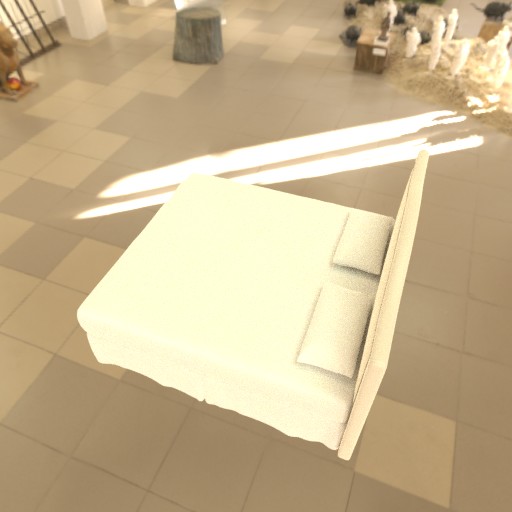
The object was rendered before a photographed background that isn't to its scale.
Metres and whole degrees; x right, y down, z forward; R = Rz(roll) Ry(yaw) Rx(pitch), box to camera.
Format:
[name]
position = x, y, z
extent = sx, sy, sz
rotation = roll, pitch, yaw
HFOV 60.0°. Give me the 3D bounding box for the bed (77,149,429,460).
[bed]
position = 0.000, 0.000, 3.542
extent = 2.182, 1.421, 2.083
rotation = 15, 48, 15
